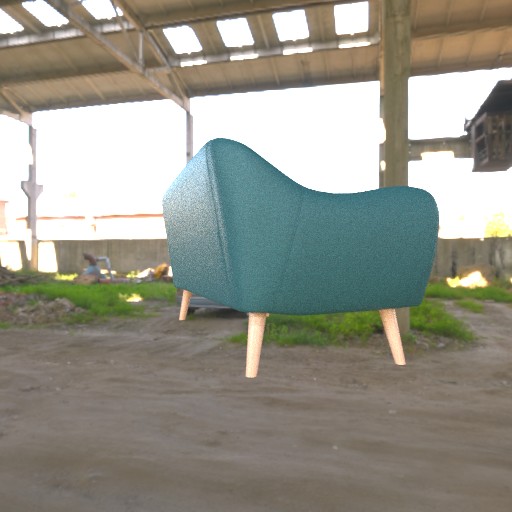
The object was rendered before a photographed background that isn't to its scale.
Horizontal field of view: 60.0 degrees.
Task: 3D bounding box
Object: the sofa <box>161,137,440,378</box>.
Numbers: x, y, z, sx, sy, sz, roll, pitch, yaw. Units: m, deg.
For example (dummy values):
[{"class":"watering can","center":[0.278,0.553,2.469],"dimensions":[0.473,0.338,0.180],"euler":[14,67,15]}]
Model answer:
[{"class":"sofa","center":[0.000,0.000,2.307],"dimensions":[0.820,0.836,1.840],"euler":[0,-1,-18]}]
